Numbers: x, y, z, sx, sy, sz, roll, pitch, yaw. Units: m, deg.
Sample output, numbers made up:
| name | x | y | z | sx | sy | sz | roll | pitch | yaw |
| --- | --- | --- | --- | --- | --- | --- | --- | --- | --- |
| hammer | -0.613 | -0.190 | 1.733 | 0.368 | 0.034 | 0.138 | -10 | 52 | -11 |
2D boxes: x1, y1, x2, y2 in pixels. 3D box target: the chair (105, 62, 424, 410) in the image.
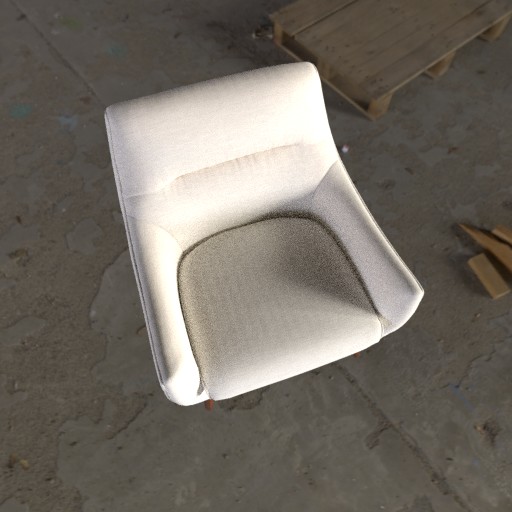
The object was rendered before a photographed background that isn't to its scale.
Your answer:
| name | x | y | z | sx | sy | sz | roll | pitch | yaw |
| --- | --- | --- | --- | --- | --- | --- | --- | --- | --- |
| chair | 0.000 | 0.000 | 1.439 | 0.762 | 0.838 | 0.787 | -17 | 64 | -9 |
